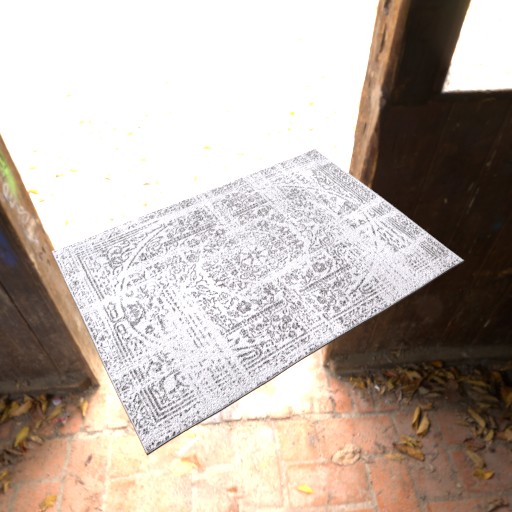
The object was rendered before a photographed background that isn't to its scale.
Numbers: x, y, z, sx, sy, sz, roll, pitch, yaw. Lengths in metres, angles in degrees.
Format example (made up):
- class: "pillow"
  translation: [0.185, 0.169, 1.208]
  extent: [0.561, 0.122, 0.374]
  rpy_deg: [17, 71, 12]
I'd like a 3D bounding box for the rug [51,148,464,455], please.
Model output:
- class: "rug"
  translation: [0.000, 0.000, 3.170]
  extent: [2.438, 0.026, 1.706]
  rpy_deg: [-26, 52, -22]
